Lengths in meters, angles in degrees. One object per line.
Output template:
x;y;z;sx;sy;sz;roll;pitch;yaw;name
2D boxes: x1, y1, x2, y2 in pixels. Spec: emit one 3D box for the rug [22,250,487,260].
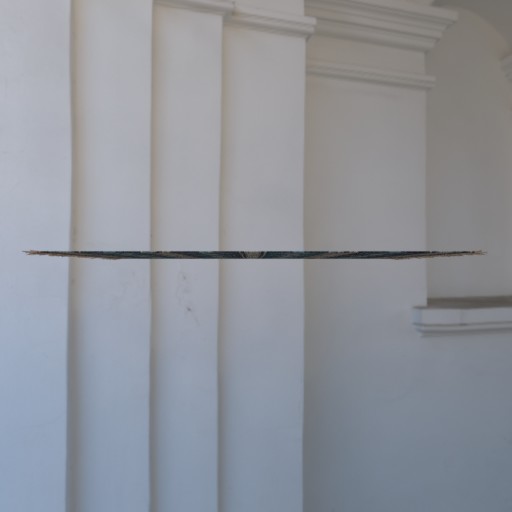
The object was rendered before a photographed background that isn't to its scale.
0.000;0.000;2.410;1.936;0.028;1.181;0;-2;0;rug
